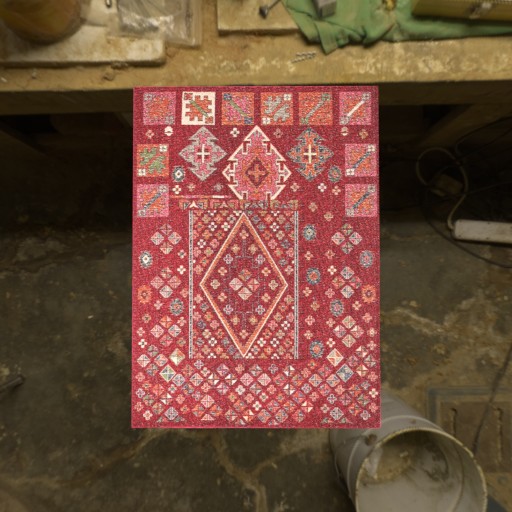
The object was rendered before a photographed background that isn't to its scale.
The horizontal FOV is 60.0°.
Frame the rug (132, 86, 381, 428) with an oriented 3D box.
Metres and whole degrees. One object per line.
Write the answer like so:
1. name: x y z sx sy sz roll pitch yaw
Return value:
1. rug: 0.000 0.000 2.831 1.579 0.007 2.184 0 89 0
